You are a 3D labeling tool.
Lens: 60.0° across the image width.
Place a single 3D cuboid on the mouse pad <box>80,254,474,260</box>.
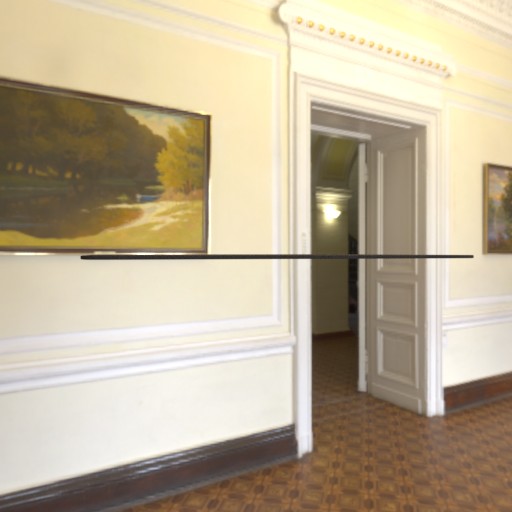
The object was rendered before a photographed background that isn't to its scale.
[{"bbox_3d":[0.000,0.000,0.352,0.249,0.002,0.211,0,0,-18],"label":"mouse pad"}]
